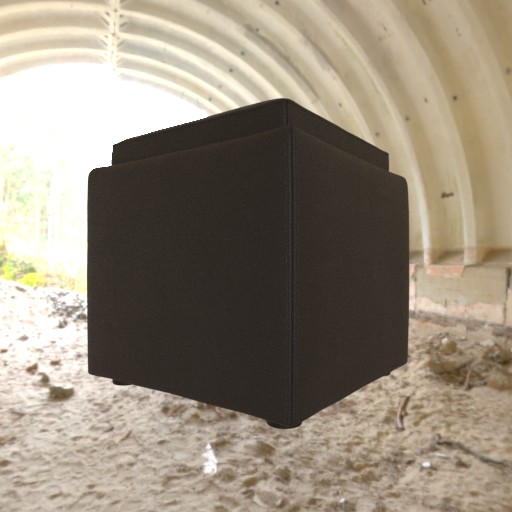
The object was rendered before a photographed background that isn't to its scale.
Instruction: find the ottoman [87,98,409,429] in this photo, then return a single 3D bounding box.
[{"bbox_3d":[0.000,0.000,0.840,0.451,0.460,0.450,-1,-1,37],"label":"ottoman"}]
